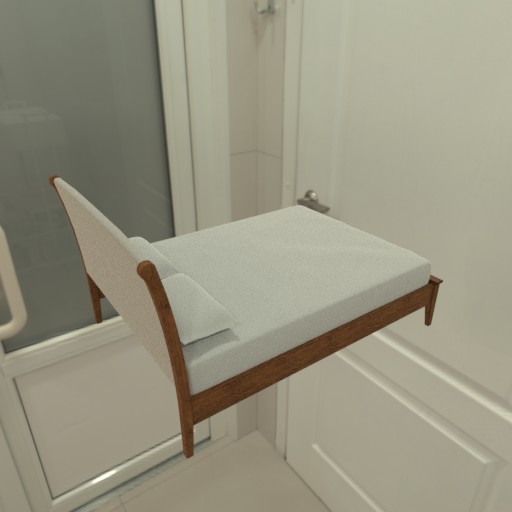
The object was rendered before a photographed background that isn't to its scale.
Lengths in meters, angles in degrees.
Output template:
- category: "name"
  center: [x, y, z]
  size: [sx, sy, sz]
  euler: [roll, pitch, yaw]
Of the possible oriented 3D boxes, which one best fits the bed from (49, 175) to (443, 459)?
- category: "bed"
  center: [0.000, 0.000, 2.985]
  size: [2.108, 1.135, 1.502]
  euler: [-18, 32, -31]
